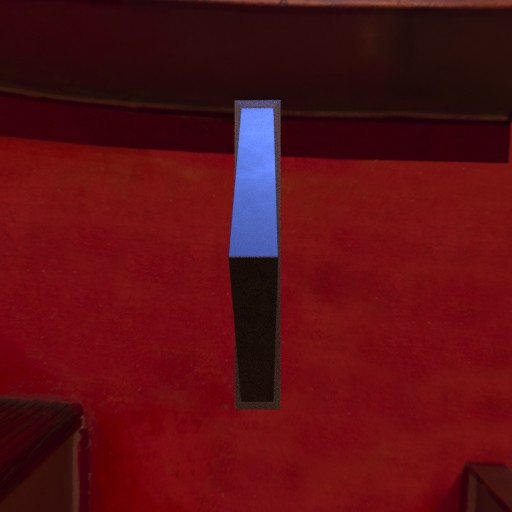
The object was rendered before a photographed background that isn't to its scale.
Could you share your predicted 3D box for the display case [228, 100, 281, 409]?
[{"bbox_3d":[0.000,0.000,0.754,0.095,0.340,0.640,0,90,1],"label":"display case"}]
